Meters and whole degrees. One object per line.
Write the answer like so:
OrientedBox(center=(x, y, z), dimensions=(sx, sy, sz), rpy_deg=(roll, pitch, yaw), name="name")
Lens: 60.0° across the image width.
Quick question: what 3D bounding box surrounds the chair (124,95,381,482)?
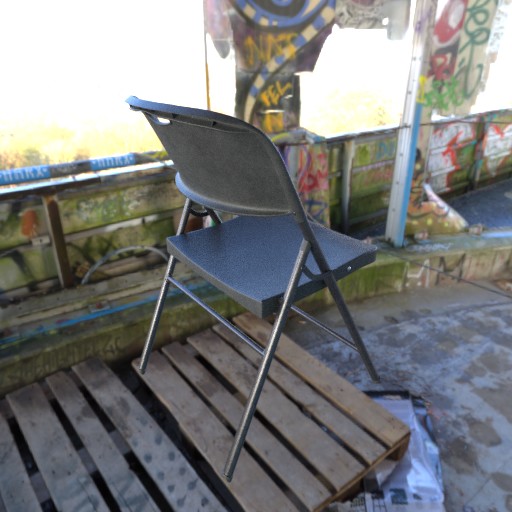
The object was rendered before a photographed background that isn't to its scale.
OrientedBox(center=(0.000, 0.000, 1.158), dimensions=(0.567, 0.810, 0.494), rpy_deg=(-18, 31, -33), name="chair")
